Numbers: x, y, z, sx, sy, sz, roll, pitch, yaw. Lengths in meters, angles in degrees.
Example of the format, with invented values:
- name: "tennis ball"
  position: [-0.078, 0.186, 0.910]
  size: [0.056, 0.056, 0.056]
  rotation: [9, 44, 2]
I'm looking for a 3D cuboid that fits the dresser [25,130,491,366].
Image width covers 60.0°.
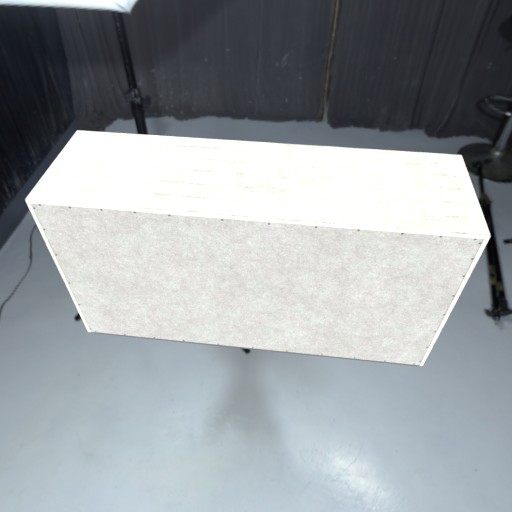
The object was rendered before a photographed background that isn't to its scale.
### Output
- name: "dresser"
  position: [0.000, 0.000, 2.022]
  size: [1.628, 0.889, 0.483]
  rotation: [5, 46, 5]
